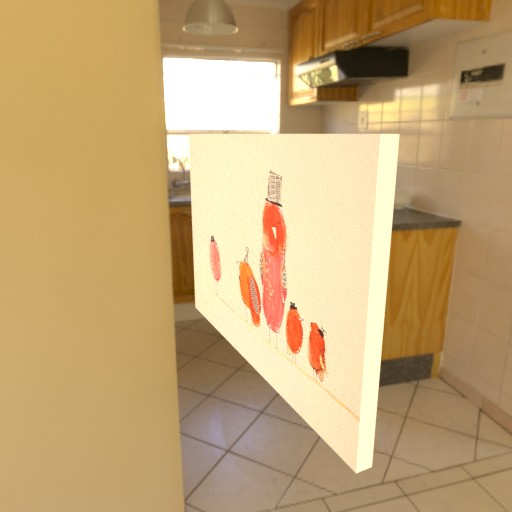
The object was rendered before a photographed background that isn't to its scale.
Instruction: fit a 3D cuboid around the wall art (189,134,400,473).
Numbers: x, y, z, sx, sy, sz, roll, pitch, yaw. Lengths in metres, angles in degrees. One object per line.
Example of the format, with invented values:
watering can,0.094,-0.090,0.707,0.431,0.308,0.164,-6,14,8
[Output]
wall art,0.000,0.000,1.146,0.038,0.609,0.914,-8,17,-25
